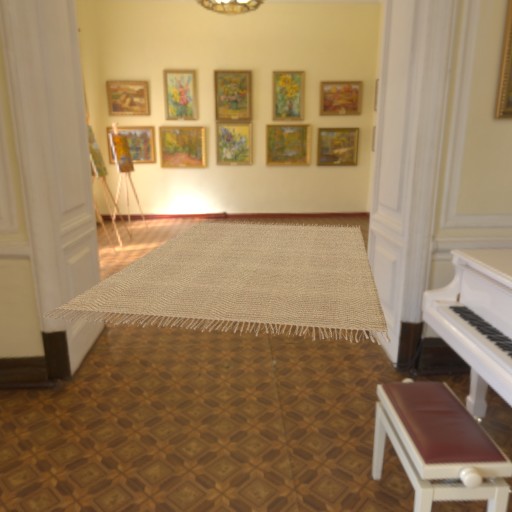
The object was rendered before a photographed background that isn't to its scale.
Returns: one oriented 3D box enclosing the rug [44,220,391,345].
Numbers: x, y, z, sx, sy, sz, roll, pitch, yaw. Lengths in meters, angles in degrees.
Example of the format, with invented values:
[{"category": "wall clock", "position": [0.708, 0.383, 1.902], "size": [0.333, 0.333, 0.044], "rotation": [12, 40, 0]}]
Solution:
[{"category": "rug", "position": [0.000, 0.000, 3.070], "size": [1.528, 0.034, 2.523], "rotation": [3, 15, 10]}]
